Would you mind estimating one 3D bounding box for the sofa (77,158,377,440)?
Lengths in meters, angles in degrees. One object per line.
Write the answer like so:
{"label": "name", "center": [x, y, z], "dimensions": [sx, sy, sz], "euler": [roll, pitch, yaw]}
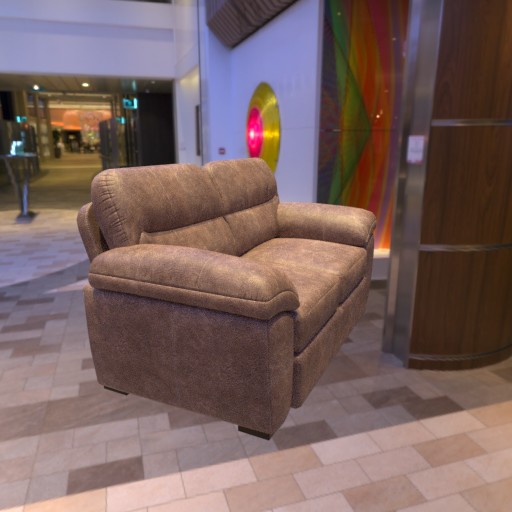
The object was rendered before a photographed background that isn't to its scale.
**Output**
{"label": "sofa", "center": [0.000, 0.000, 2.420], "dimensions": [0.991, 0.991, 1.753], "euler": [7, 16, 25]}
